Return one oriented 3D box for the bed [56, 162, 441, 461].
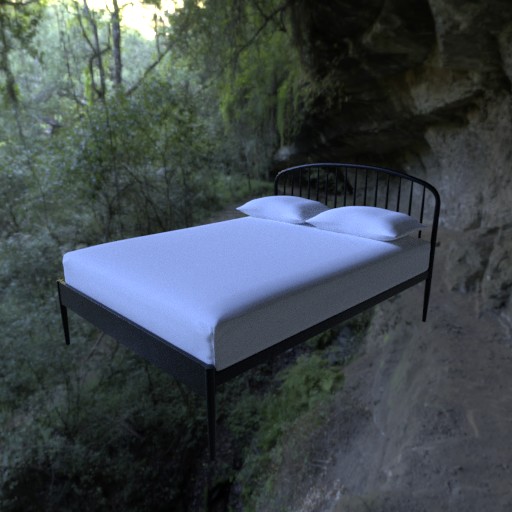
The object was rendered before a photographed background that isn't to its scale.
[{"bbox_3d":[0.000,0.000,3.099,2.159,1.166,1.618,-15,22,-43],"label":"bed"}]
